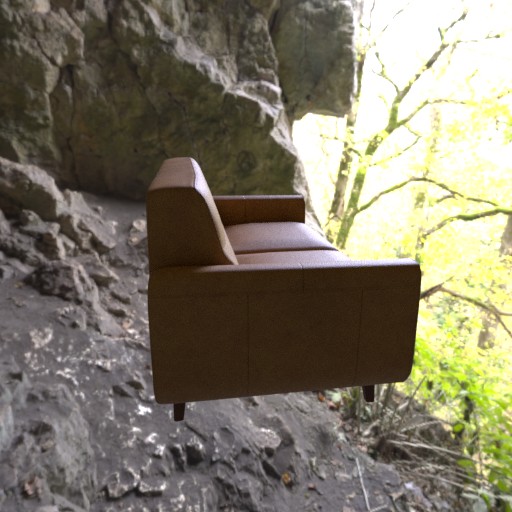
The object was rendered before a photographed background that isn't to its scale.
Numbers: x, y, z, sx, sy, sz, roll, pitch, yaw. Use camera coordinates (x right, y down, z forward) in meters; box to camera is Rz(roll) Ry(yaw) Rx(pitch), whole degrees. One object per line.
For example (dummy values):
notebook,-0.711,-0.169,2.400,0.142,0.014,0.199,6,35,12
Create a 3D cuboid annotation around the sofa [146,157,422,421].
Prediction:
sofa,0.000,0.000,2.260,0.952,0.925,1.651,-3,16,-9
